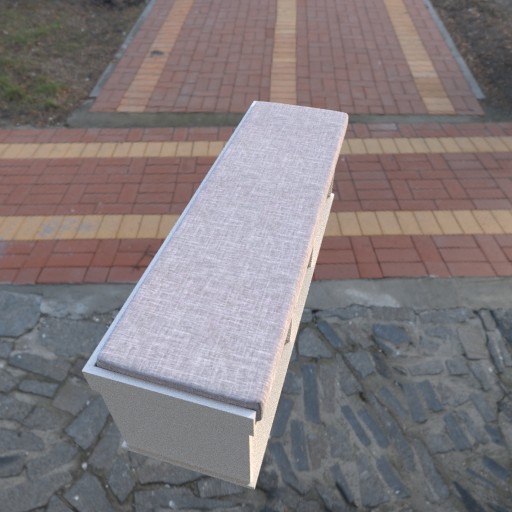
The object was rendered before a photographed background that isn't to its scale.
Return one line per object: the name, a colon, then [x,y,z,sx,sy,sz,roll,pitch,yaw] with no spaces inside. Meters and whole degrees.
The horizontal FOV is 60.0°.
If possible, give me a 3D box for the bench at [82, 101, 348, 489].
bench: [0.000,0.000,1.382,0.363,0.453,1.196,12,46,11]
